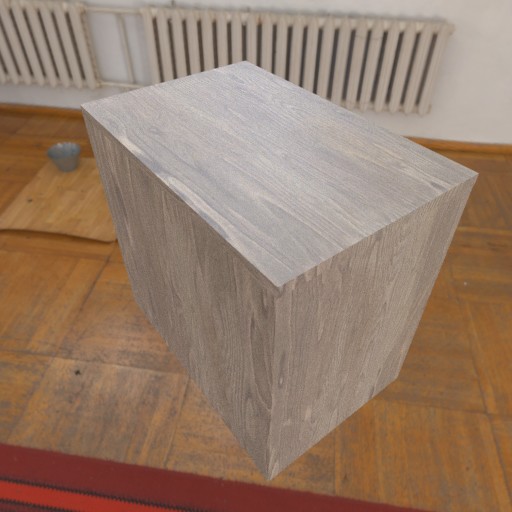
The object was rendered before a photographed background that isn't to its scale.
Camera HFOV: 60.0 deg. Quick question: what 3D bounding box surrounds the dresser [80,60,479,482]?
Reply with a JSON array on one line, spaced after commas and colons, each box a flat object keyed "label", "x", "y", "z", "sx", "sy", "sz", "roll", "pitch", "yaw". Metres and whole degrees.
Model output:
[{"label": "dresser", "x": 0.000, "y": 0.000, "z": 1.283, "sx": 0.529, "sy": 0.762, "sz": 0.809, "roll": -27, "pitch": 49, "yaw": -26}]
